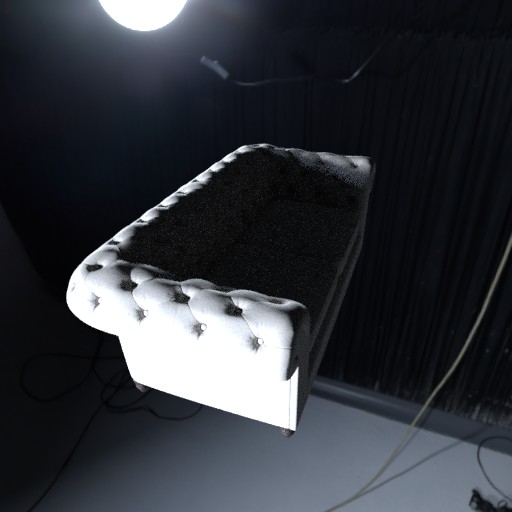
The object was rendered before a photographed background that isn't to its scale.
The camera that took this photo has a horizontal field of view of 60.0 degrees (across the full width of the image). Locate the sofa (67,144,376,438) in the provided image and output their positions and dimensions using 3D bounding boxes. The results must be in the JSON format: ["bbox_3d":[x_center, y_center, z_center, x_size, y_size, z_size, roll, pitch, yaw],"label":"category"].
[{"bbox_3d":[0.000,0.000,2.471,0.986,0.764,1.998,11,32,18],"label":"sofa"}]
